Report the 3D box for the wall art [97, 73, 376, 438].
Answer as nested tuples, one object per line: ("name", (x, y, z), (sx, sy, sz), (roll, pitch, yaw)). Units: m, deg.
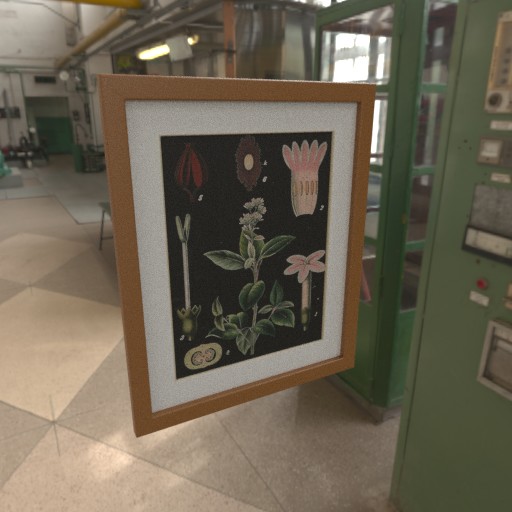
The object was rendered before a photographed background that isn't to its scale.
("wall art", (0.000, 0.000, 0.742), (0.449, 0.550, 0.021), (-9, 20, -26))
